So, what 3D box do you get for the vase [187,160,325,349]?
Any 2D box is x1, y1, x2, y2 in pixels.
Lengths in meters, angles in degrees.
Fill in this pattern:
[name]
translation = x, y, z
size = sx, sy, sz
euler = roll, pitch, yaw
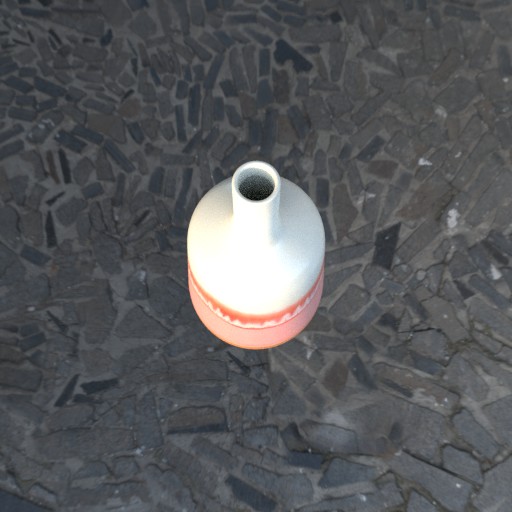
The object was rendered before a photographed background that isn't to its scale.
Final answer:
[vase]
translation = 0.000, 0.000, 0.378
size = 0.144, 0.296, 0.144
euler = 0, 75, 0
